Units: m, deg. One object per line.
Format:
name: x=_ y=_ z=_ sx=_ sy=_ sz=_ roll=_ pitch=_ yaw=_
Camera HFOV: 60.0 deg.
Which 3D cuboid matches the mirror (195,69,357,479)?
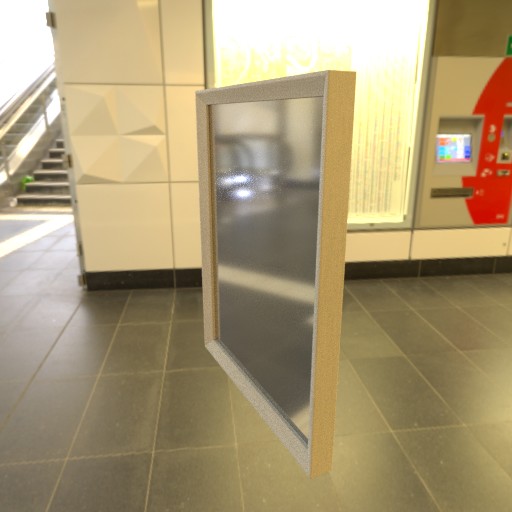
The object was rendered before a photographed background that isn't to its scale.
mirror: x=0.000 y=0.000 z=0.701 sx=0.041 sy=0.509 sz=0.406 roll=-8 pitch=19 yaw=-25
